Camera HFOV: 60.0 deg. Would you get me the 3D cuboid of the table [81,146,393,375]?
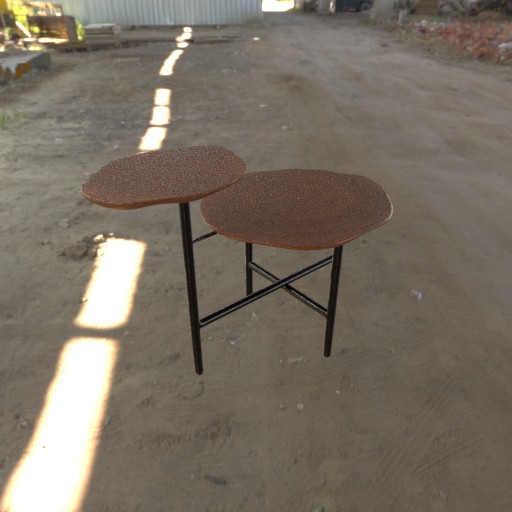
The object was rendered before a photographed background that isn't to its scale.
[{"bbox_3d":[0.000,0.000,1.085,0.759,0.538,0.442,-22,37,-33],"label":"table"}]
